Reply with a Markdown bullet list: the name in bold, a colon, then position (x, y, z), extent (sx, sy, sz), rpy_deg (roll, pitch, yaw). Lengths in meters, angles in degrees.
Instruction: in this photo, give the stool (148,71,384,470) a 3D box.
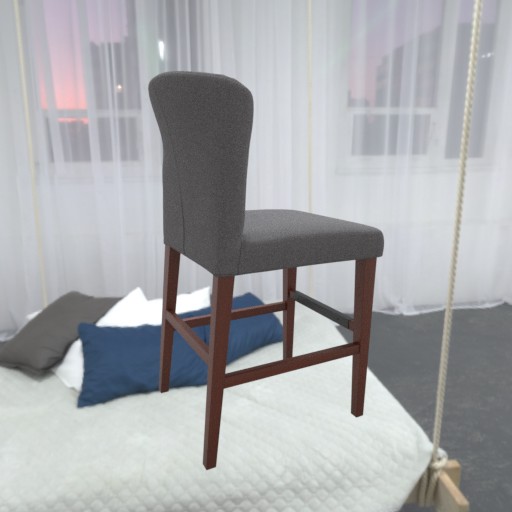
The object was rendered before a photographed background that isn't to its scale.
- **stool**: position (0.000, 0.000, 1.314), extent (0.568, 0.968, 0.481), rpy_deg (-7, 15, -27)
